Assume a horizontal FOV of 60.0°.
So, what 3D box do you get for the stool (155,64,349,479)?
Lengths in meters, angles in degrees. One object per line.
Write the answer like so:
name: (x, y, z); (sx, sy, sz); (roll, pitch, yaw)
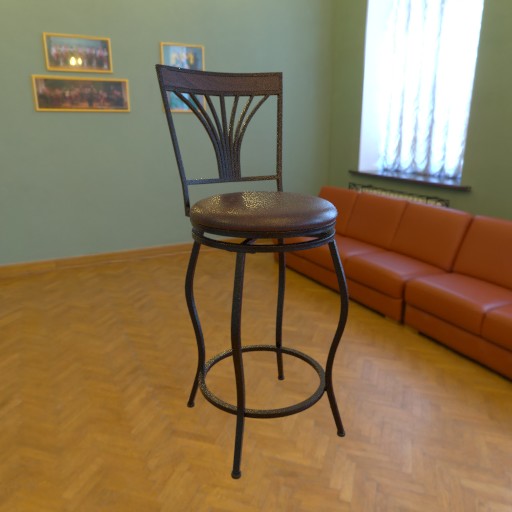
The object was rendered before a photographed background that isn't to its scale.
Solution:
stool: (0.000, 0.000, 1.366); (0.433, 1.117, 0.514); (-8, 18, -27)
